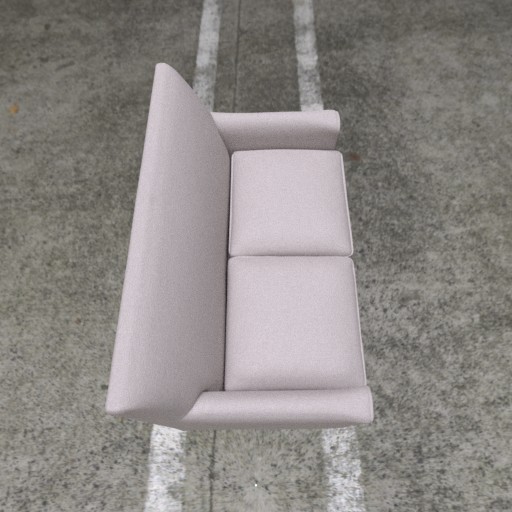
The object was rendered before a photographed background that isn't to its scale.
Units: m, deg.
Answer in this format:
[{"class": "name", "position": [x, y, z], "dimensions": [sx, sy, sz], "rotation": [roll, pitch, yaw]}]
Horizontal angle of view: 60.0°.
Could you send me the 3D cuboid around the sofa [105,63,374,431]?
[{"class": "sofa", "position": [0.000, 0.000, 2.012], "dimensions": [0.888, 0.890, 1.482], "rotation": [0, 63, 0]}]
